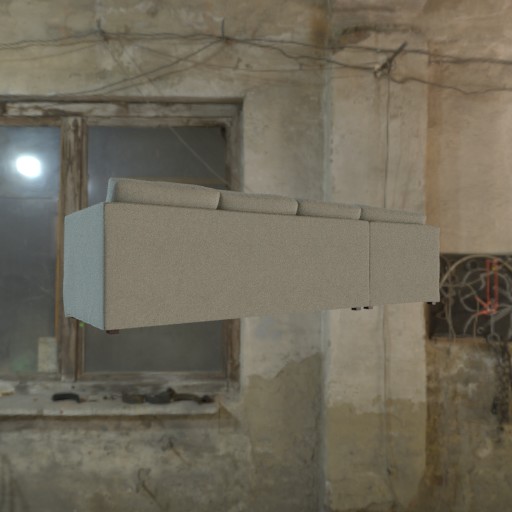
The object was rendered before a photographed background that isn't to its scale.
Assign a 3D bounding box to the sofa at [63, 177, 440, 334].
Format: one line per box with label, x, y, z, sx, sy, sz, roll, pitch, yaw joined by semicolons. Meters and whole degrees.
sofa;0.000;0.000;3.975;3.205;0.922;1.650;0;-1;-35
